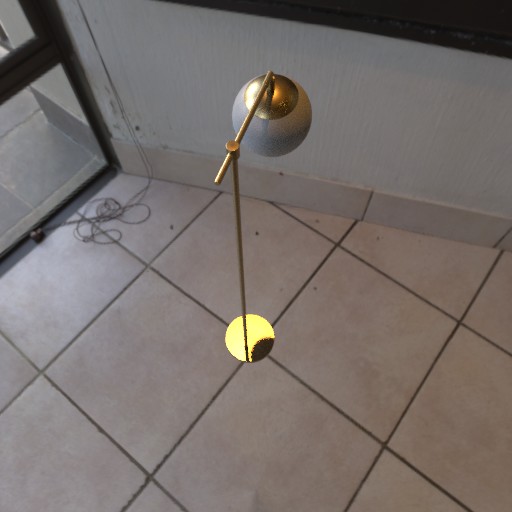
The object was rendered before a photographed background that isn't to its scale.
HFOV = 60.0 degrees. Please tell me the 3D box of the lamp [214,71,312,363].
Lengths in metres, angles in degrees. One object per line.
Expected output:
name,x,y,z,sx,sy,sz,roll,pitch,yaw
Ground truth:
lamp,0.000,0.000,1.655,0.249,1.505,0.476,17,63,9
